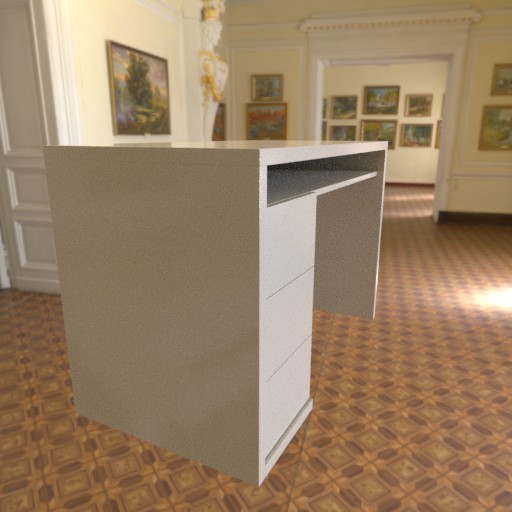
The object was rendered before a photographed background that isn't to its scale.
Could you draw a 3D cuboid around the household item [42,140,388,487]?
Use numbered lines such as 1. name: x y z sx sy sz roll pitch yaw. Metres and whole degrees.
1. household item: 0.000 0.000 1.512 0.597 0.749 1.100 8 17 27
